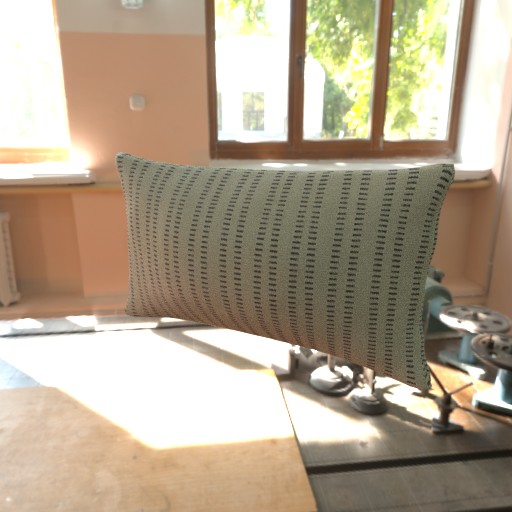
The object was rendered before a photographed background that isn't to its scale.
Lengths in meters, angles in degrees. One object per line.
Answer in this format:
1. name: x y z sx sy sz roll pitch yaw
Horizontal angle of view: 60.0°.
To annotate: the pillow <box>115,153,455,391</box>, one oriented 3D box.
1. pillow: 0.000 0.000 0.806 0.640 0.353 0.210 8 18 27
